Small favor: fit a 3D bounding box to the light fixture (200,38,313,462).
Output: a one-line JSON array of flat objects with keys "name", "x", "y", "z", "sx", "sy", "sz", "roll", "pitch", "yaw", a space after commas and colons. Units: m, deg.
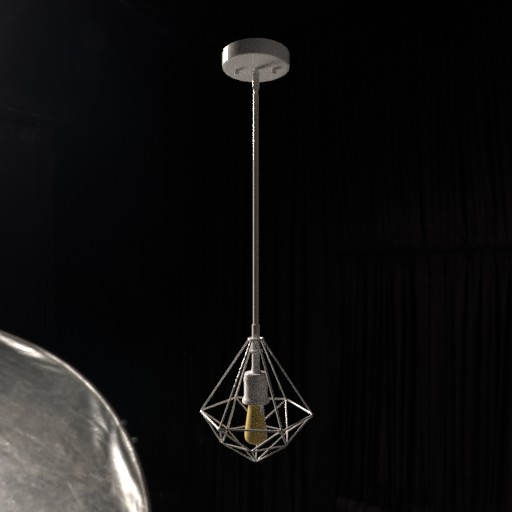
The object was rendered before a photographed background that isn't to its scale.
[{"name": "light fixture", "x": 0.000, "y": 0.000, "z": 1.924, "sx": 0.431, "sy": 1.764, "sz": 0.487, "roll": -1, "pitch": -2, "yaw": 36}]
